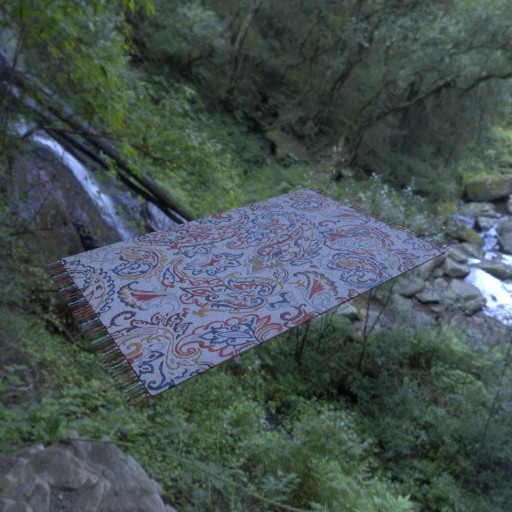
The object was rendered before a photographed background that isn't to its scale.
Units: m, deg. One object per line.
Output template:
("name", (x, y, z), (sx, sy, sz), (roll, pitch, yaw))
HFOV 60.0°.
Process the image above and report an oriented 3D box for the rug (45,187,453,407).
("rug", (0.000, 0.000, 2.507), (1.997, 0.010, 1.218), (-20, 36, -31))
